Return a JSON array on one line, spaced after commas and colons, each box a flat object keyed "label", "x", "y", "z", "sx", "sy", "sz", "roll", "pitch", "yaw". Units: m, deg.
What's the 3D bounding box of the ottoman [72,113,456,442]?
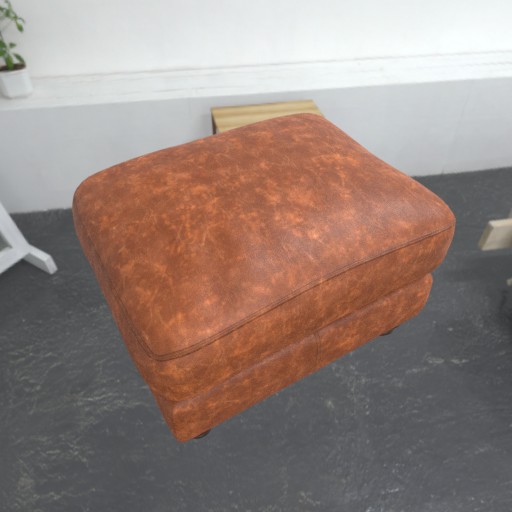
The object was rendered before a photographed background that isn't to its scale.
[{"label": "ottoman", "x": 0.000, "y": 0.000, "z": 1.244, "sx": 0.832, "sy": 0.562, "sz": 0.657, "roll": -23, "pitch": 50, "yaw": -21}]
